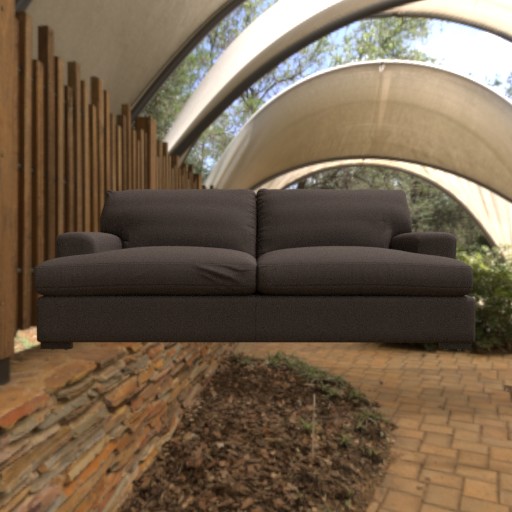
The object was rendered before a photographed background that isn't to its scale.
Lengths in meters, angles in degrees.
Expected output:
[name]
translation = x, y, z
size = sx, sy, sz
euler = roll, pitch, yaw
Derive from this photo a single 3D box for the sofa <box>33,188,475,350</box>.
[sofa]
translation = 0.000, 0.000, 2.754
size = 2.271, 0.950, 1.140
euler = 0, 0, 0
